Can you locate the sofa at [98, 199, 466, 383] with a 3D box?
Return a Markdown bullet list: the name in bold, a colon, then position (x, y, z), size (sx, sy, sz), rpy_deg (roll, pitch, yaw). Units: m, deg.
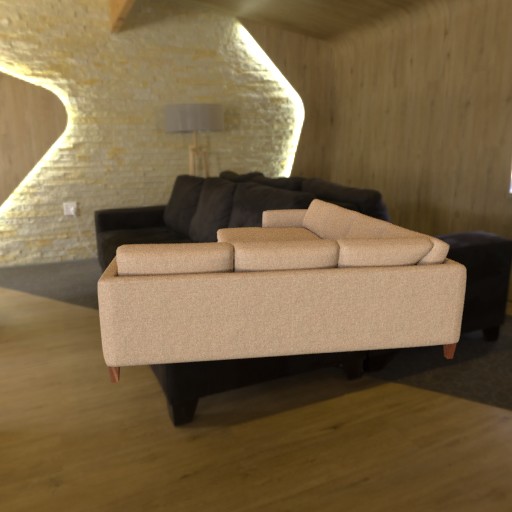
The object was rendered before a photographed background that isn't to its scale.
- **sofa**: position (0.000, 0.000, 4.604), size (2.551, 0.889, 3.403), rpy_deg (-2, 13, -8)
